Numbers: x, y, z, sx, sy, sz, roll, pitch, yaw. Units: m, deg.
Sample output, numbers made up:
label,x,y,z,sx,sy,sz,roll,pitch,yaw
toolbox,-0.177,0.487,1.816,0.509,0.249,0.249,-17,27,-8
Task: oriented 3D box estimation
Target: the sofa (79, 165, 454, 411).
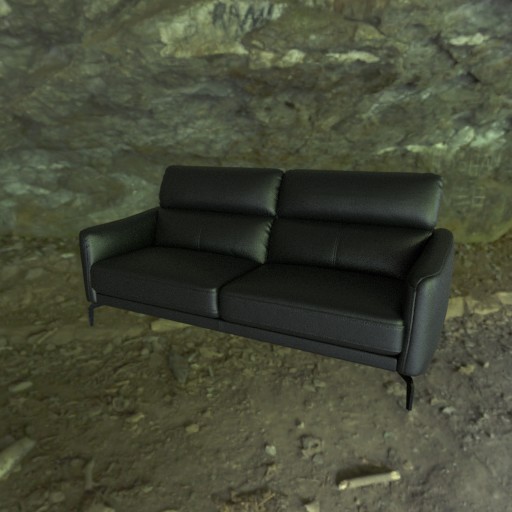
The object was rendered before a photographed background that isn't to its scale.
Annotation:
label,x,y,z,sx,sy,sz,roll,pitch,yaw
sofa,0.000,0.000,2.560,2.069,0.957,0.856,8,16,27
